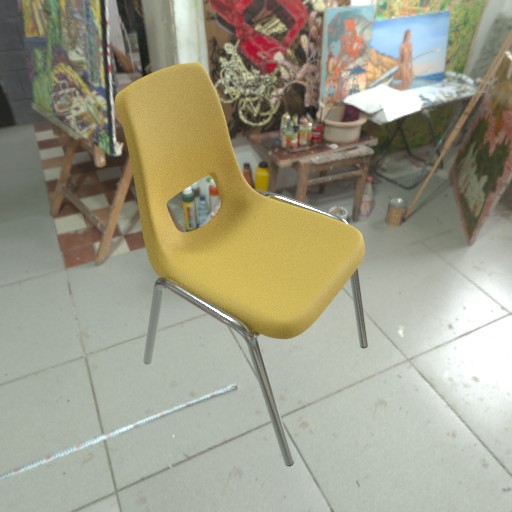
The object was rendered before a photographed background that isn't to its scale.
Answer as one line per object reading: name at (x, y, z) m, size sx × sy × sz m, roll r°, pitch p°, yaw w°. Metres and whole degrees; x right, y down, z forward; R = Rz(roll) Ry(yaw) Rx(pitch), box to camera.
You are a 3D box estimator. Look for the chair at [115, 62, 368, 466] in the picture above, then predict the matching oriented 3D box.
chair at (0.000, 0.000, 0.896) m, size 0.436 × 0.653 × 0.381 m, roll 24°, pitch 46°, yaw 26°
